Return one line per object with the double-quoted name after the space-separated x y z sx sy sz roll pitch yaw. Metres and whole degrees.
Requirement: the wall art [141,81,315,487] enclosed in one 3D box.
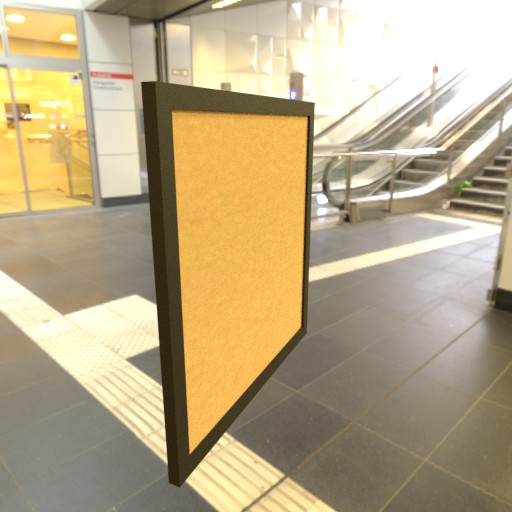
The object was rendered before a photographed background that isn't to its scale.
0.000 0.000 0.521 0.013 0.356 0.356 8 18 25 "wall art"
